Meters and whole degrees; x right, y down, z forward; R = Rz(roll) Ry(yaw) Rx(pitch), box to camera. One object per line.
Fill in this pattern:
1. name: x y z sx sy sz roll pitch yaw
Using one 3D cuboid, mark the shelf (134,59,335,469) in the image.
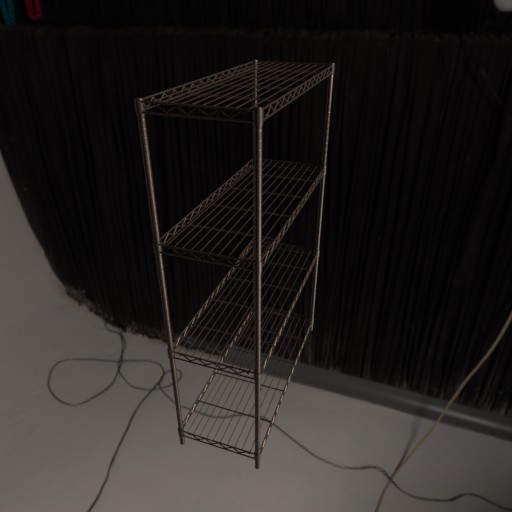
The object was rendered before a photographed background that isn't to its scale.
1. shelf: 0.000 0.000 1.798 0.352 1.361 0.907 10 32 17
